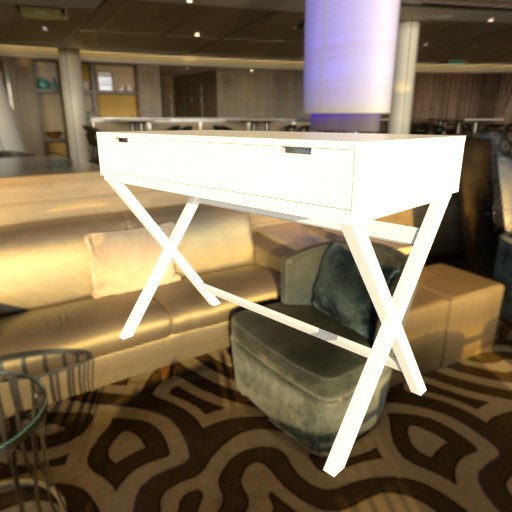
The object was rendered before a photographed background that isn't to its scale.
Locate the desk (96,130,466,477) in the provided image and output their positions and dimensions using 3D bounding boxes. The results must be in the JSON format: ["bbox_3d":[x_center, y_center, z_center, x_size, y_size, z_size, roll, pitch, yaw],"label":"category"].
[{"bbox_3d":[0.000,0.000,1.465,1.059,0.780,0.509,16,23,42],"label":"desk"}]
